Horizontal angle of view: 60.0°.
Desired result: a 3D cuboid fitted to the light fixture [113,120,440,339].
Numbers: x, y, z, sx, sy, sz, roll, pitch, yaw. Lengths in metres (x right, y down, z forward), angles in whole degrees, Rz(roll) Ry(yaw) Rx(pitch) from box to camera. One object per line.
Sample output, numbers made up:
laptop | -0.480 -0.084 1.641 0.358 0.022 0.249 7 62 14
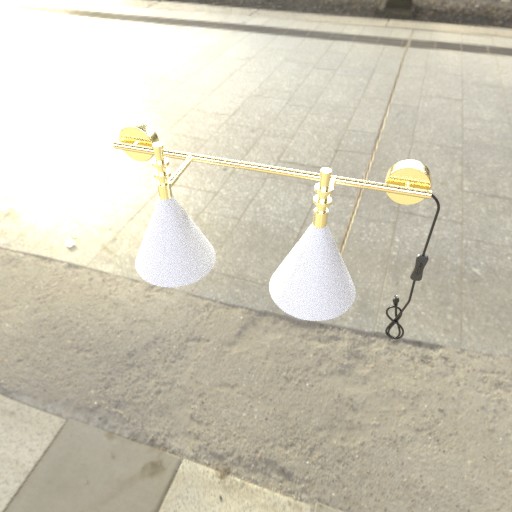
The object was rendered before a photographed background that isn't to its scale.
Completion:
light fixture | 0.000 0.000 0.862 0.642 0.468 0.239 12 43 13
